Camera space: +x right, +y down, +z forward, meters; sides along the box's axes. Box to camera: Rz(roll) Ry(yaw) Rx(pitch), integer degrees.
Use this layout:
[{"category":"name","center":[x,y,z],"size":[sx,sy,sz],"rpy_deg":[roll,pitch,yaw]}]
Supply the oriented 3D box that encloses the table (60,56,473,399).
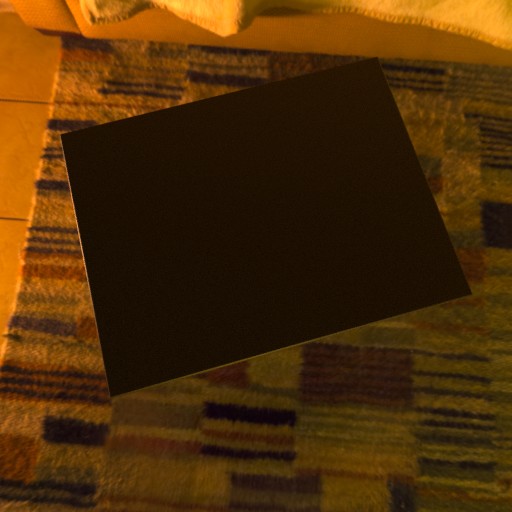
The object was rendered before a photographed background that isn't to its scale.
[{"category":"table","center":[0.000,0.000,1.021],"size":[0.564,0.646,0.451],"rpy_deg":[-15,77,-4]}]
